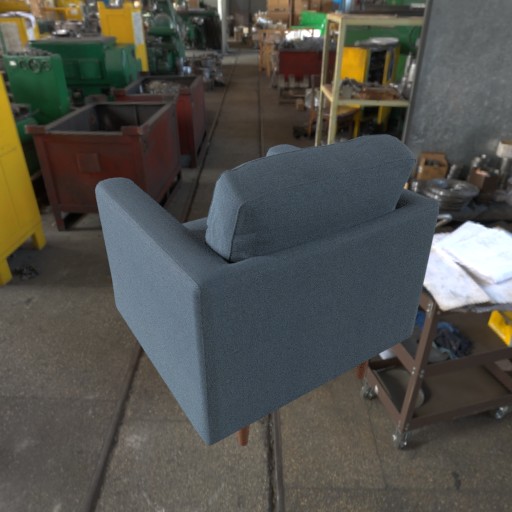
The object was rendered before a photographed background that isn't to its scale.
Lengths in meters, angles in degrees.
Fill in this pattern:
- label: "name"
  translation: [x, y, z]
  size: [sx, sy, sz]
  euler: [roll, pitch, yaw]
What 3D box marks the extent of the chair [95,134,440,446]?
- label: "chair"
  translation: [0.000, 0.000, 1.563]
  size: [0.855, 0.922, 0.820]
  euler: [-18, 35, -28]
